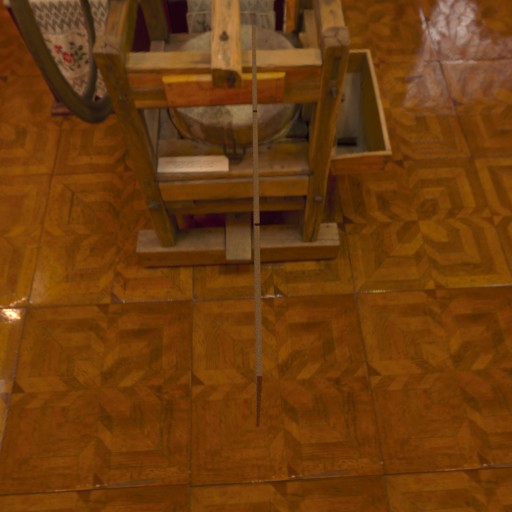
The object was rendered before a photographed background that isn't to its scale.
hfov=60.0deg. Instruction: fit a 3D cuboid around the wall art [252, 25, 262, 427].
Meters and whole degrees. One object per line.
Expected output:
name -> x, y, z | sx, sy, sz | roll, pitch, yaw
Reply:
wall art -> 0.000, 0.000, 1.833 | 0.013, 1.216, 1.216 | -1, 64, 0
